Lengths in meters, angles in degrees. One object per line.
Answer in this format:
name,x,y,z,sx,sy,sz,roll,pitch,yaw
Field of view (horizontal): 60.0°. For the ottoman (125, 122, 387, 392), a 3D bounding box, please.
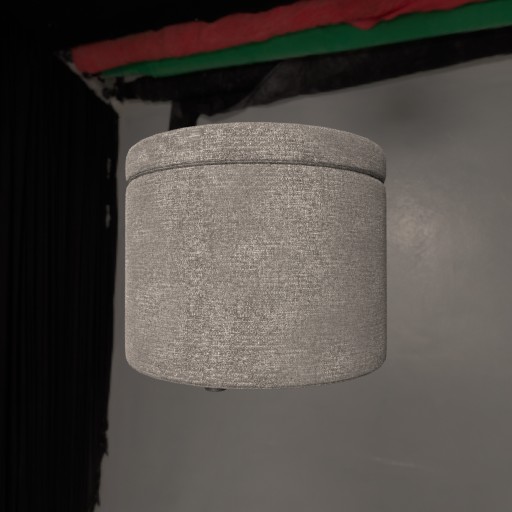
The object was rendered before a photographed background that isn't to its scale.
ottoman,0.000,0.000,0.885,0.500,0.419,0.500,0,-1,0
